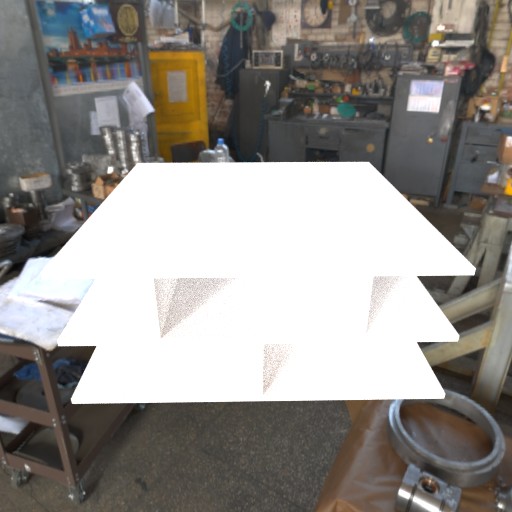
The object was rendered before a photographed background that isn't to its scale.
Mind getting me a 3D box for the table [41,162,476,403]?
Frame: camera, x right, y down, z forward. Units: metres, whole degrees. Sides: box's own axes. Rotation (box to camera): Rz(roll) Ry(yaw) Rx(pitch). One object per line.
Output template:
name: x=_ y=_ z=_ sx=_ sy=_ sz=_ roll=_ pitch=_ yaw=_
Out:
table: x=0.000 y=0.000 z=1.090 sx=0.700 sy=0.289 sz=0.700 roll=0 pitch=26 yaw=-1
